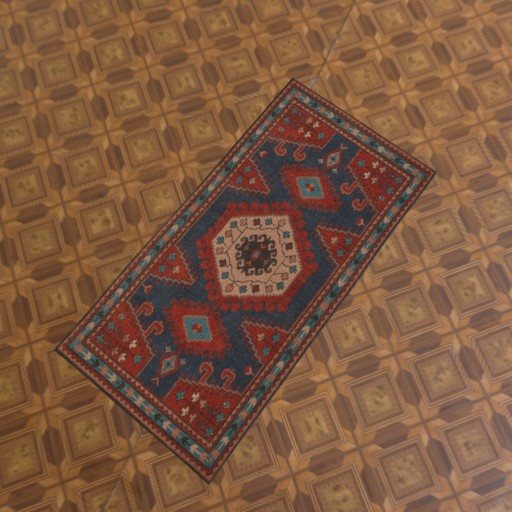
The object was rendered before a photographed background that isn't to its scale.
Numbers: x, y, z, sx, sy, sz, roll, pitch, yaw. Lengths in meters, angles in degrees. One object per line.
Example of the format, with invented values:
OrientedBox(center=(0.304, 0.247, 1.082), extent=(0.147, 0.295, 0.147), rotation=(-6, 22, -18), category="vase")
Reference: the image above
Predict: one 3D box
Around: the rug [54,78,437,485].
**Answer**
OrientedBox(center=(0.000, 0.000, 3.536), extent=(1.522, 0.034, 3.032), rotation=(37, 78, 9), category="rug")
